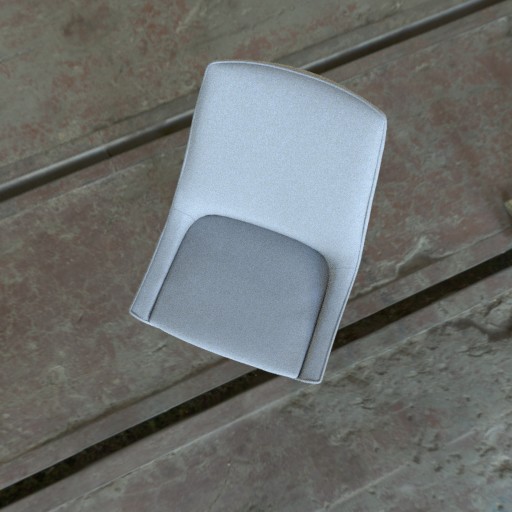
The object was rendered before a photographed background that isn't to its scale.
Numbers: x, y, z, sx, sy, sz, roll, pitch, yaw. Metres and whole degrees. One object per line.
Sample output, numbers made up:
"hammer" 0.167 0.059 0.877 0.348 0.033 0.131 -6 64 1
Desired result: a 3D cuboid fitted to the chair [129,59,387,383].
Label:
"chair" 0.000 0.000 1.179 0.529 0.861 0.544 19 76 5
